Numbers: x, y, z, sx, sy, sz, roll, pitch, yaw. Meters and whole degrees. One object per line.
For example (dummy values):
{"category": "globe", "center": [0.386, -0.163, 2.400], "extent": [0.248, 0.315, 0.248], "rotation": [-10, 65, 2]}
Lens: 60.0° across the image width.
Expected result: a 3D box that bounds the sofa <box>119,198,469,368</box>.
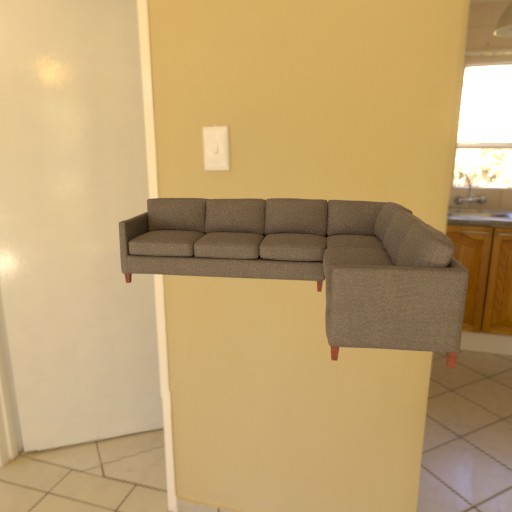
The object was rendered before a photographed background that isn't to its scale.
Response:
{"category": "sofa", "center": [0.000, 0.000, 4.471], "extent": [3.302, 0.947, 2.593], "rotation": [2, 14, 8]}
